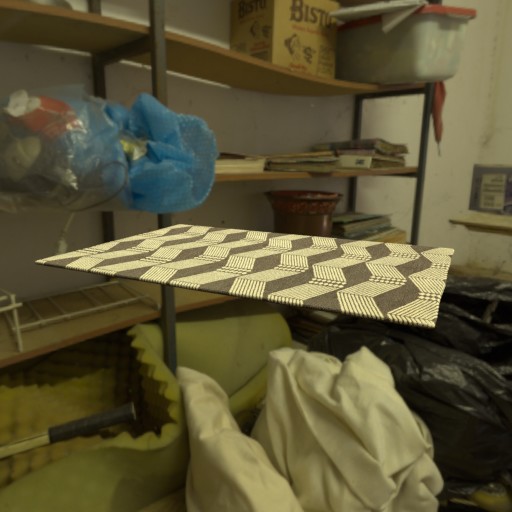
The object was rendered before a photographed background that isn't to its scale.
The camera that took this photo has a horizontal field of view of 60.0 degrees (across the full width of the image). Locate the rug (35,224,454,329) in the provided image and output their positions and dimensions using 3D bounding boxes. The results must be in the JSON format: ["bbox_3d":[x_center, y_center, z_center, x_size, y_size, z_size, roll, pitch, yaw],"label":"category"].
[{"bbox_3d":[0.000,0.000,2.300,1.833,0.016,1.210,7,15,25],"label":"rug"}]
